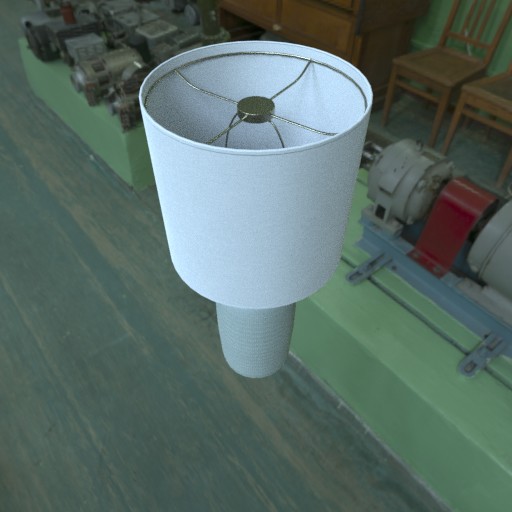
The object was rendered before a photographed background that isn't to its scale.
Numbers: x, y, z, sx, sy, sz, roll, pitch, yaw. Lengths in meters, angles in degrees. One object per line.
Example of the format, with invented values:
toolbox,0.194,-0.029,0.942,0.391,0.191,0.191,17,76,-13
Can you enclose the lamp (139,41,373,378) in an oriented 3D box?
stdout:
lamp,0.000,0.000,0.597,0.220,0.475,0.220,-32,55,-27
